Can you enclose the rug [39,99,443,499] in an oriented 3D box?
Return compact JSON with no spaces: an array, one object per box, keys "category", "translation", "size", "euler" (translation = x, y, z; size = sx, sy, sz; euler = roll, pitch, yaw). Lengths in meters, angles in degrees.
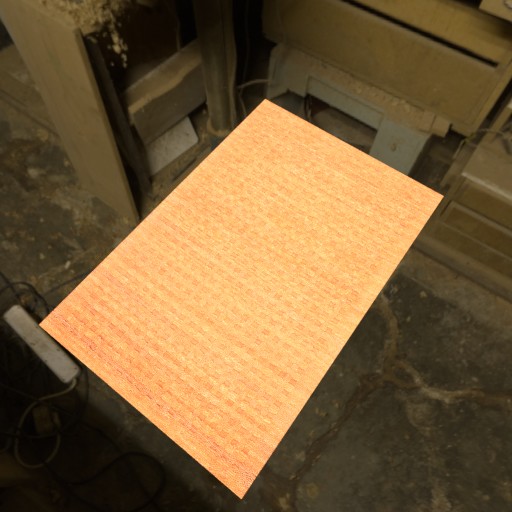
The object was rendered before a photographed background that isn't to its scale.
[{"category":"rug","translation":[0.000,0.000,2.852],"size":[1.524,0.006,2.285],"euler":[34,68,16]}]
